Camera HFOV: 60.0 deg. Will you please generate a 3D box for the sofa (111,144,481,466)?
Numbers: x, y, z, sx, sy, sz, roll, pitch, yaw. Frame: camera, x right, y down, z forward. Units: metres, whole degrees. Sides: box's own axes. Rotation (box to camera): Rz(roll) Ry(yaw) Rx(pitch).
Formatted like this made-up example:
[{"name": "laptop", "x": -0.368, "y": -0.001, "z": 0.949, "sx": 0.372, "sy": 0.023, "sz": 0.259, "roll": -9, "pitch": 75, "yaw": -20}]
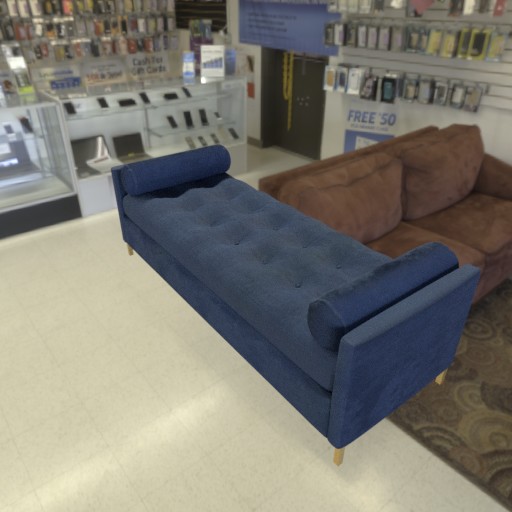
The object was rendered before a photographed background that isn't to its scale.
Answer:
[{"name": "sofa", "x": 0.000, "y": 0.000, "z": 2.477, "sx": 0.796, "sy": 0.705, "sz": 2.102, "roll": -21, "pitch": 37, "yaw": -31}]
